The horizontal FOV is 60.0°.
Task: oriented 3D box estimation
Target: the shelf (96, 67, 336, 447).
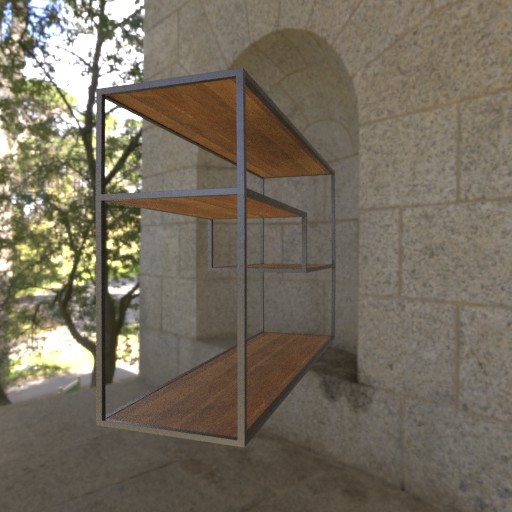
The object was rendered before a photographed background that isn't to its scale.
[{"bbox_3d":[0.000,0.000,1.517,0.361,0.765,1.201,0,0,19],"label":"shelf"}]
